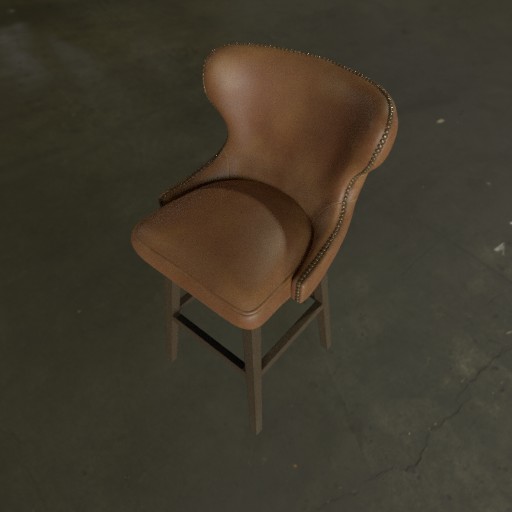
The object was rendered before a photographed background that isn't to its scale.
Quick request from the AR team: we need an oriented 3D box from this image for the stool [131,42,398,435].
[{"bbox_3d":[0.000,0.000,1.420,0.591,1.087,0.606,32,54,26],"label":"stool"}]
